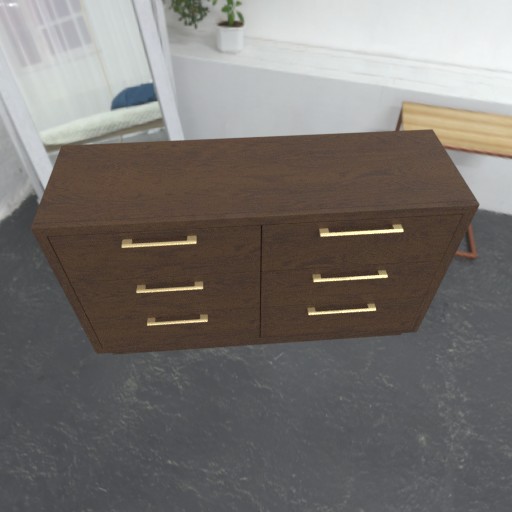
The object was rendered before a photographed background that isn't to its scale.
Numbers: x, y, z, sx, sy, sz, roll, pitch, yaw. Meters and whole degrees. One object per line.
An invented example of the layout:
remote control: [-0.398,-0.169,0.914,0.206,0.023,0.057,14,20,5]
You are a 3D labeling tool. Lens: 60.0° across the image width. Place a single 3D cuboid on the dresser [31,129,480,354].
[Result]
dresser: [0.000,0.000,1.974,1.523,0.889,0.512,-3,48,-3]
